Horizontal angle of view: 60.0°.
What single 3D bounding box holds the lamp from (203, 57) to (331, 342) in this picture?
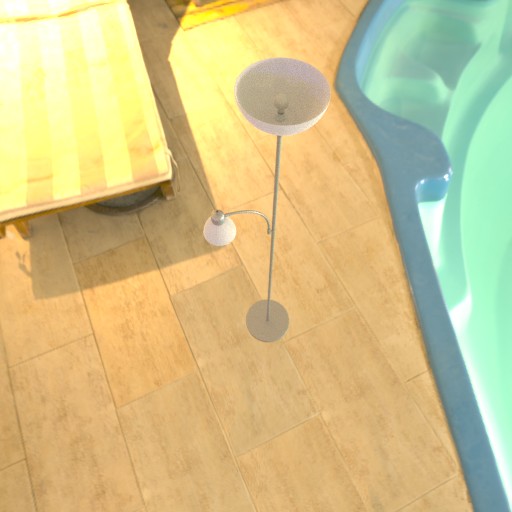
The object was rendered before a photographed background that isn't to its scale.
[{"bbox_3d":[0.000,0.000,1.997,0.425,1.804,0.279,-17,63,-9],"label":"lamp"}]
